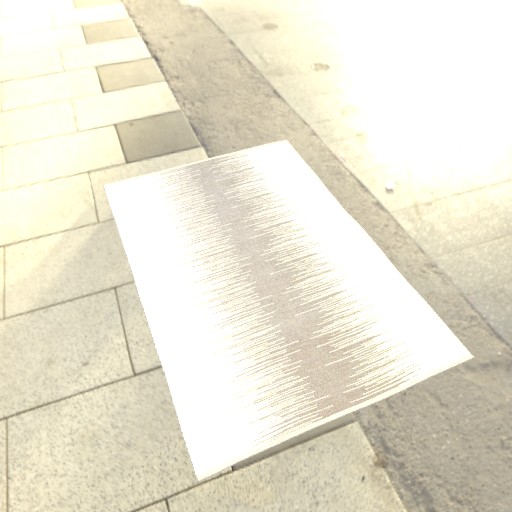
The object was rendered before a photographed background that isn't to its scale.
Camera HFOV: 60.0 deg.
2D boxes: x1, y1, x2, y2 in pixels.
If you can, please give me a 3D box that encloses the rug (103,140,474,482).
[{"bbox_3d":[0.000,0.000,2.270,1.226,0.007,1.815,-18,50,-16],"label":"rug"}]
